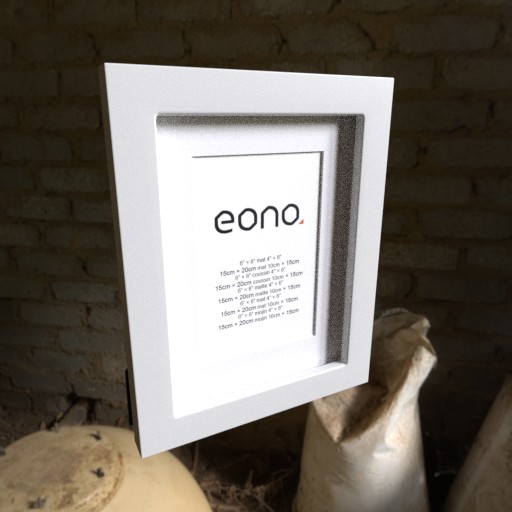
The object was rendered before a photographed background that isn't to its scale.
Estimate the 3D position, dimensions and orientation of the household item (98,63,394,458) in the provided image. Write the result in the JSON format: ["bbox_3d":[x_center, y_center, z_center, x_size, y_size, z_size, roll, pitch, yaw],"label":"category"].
[{"bbox_3d":[0.000,0.000,0.328,0.200,0.250,0.045,-9,19,-26],"label":"household item"}]
